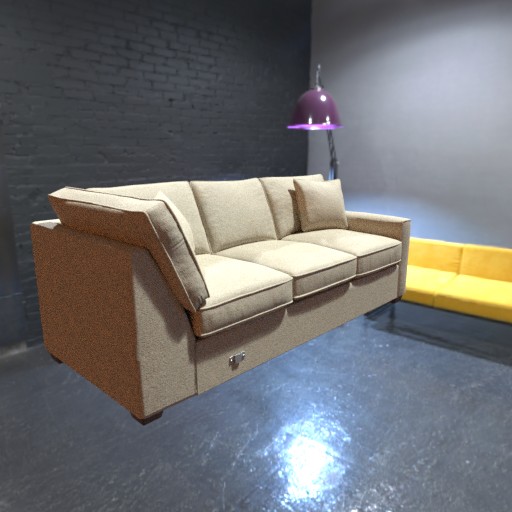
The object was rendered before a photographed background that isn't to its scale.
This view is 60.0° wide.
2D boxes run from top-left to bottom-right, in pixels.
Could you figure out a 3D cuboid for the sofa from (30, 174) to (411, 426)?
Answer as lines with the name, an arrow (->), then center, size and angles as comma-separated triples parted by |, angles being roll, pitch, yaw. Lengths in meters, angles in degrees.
sofa -> 0.000, 0.000, 2.817 | 1.053, 0.948, 2.323 | 13, 18, 43
